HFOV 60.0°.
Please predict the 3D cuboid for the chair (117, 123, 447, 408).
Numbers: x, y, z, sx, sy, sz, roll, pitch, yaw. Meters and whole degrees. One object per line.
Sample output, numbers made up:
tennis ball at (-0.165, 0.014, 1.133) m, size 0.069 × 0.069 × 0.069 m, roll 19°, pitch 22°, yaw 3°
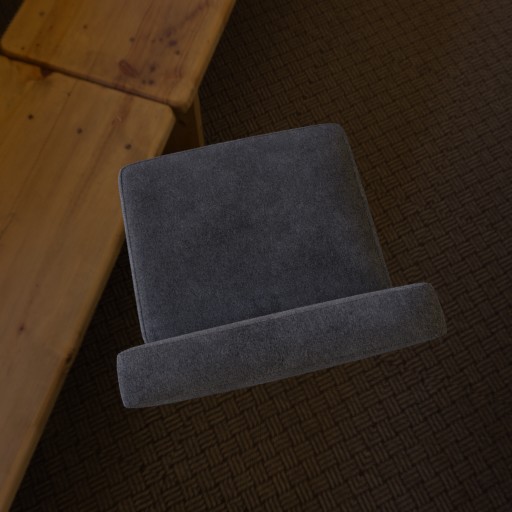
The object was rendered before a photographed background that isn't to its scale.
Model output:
chair at (0.000, 0.000, 1.260) m, size 0.680 × 0.660 × 0.680 m, roll -12°, pitch 75°, yaw -3°
